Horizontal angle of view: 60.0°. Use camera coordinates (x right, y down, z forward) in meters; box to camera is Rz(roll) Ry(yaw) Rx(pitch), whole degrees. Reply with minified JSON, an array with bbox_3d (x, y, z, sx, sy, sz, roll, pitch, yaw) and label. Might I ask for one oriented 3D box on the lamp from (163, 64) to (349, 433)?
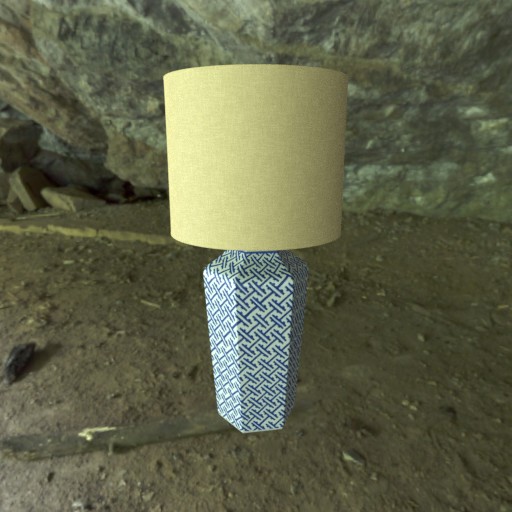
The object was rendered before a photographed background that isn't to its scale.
[{"bbox_3d":[0.000,0.000,0.860,0.320,0.682,0.320,7,16,25],"label":"lamp"}]
